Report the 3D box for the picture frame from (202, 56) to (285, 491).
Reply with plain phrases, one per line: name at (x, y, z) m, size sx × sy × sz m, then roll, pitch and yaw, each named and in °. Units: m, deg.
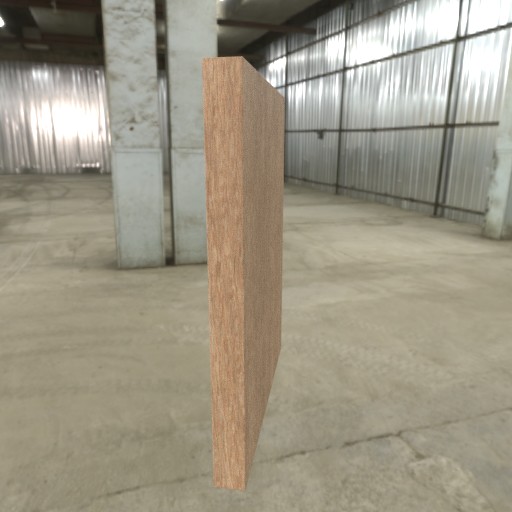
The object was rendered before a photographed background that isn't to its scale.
picture frame at (0.000, 0.000, 0.722) m, size 0.043 × 0.526 × 0.424 m, roll 2°, pitch 14°, yaw 9°
